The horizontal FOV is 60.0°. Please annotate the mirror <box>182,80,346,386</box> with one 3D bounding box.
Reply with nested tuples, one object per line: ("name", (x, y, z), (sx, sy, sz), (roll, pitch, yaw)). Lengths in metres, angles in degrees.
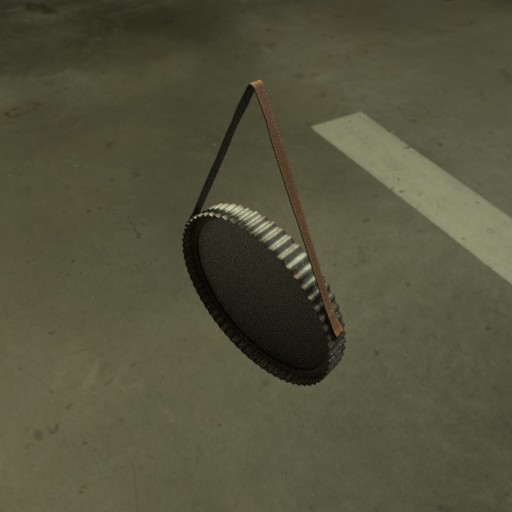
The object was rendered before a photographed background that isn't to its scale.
("mirror", (0.000, 0.000, 0.707), (0.355, 0.568, 0.042), (35, 55, 29))
